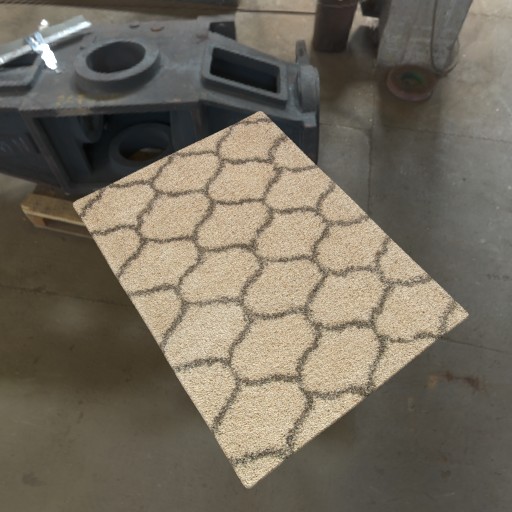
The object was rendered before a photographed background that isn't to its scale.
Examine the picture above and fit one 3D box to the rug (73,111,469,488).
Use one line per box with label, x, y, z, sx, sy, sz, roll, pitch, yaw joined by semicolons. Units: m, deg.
rug;0.000;0.000;2.128;1.200;0.025;1.600;-31;64;-17
